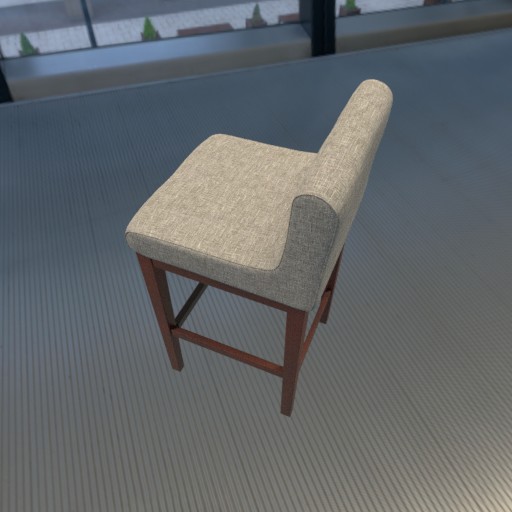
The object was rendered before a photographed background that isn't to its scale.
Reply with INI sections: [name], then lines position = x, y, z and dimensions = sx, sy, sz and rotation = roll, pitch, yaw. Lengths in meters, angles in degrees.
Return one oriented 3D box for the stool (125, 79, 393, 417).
[stool]
position = 0.000, 0.000, 1.137
dimensions = 0.459, 0.835, 0.417
rotation = 17, 49, 16
